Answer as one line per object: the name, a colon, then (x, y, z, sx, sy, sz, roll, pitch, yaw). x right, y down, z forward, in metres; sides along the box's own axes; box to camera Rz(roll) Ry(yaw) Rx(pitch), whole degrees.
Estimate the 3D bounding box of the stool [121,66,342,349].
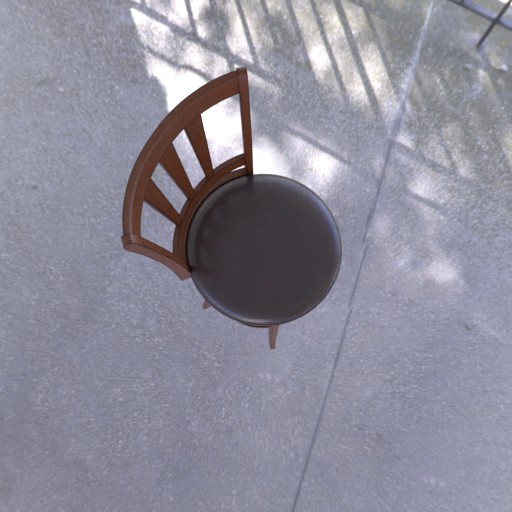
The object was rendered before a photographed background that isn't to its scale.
stool: (0.000, 0.000, 1.446, 0.503, 1.177, 0.464, 30, 79, 7)
